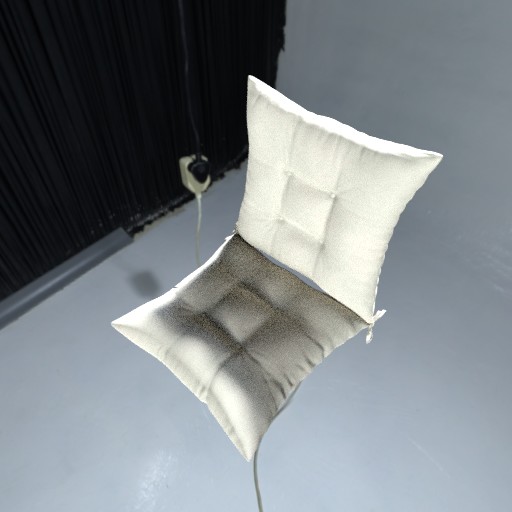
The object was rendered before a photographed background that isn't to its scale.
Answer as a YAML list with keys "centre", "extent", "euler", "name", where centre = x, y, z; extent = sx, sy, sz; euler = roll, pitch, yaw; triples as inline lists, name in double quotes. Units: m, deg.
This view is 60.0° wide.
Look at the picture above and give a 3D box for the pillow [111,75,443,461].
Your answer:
- centre: [0.000, 0.000, 1.023]
  extent: [0.541, 0.536, 0.585]
  euler: [34, 56, 28]
  name: "pillow"
